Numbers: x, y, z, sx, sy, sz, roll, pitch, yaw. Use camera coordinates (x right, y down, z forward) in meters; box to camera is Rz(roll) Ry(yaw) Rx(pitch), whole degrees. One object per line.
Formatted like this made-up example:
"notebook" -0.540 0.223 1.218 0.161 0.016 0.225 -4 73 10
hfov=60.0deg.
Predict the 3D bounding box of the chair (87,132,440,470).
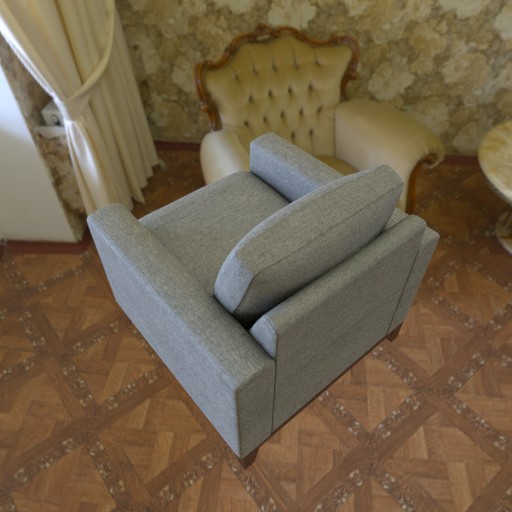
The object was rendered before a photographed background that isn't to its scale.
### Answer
"chair" 0.000 0.000 1.911 1.024 1.010 1.038 -31 54 -26
